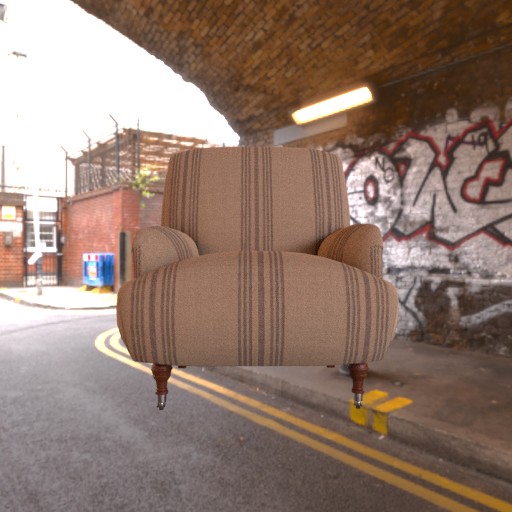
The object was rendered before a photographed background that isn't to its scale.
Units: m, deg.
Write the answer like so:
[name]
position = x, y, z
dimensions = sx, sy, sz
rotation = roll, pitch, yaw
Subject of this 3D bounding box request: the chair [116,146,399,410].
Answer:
[chair]
position = 0.000, 0.000, 1.602
dimensions = 0.813, 0.940, 0.914
rotation = 0, 0, -1
